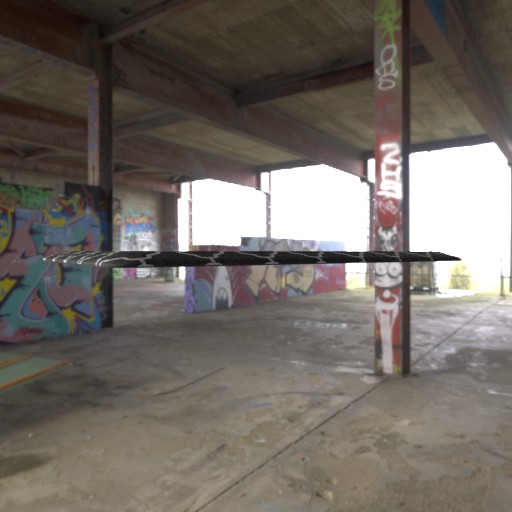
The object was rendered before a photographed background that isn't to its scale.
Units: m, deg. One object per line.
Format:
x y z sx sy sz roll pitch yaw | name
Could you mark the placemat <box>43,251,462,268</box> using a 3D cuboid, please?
0.000 0.000 0.946 0.762 0.021 0.508 0 1 -34 | placemat
